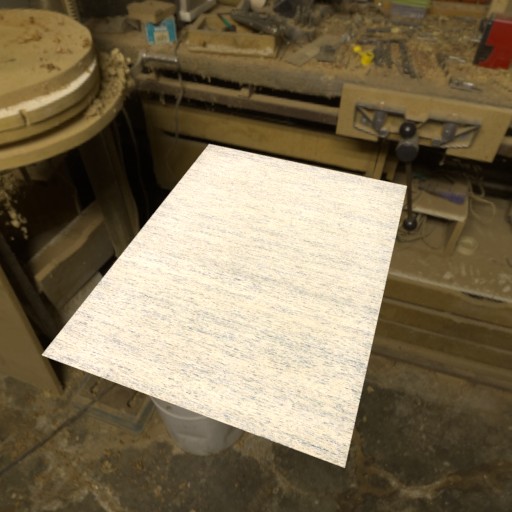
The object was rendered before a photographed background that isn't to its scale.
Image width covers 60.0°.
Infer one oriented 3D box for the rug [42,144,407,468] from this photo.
[{"bbox_3d":[0.000,0.000,4.251,2.438,0.006,3.197,15,49,14],"label":"rug"}]
